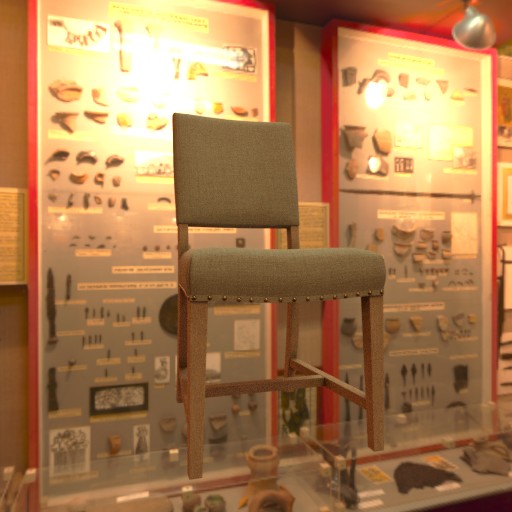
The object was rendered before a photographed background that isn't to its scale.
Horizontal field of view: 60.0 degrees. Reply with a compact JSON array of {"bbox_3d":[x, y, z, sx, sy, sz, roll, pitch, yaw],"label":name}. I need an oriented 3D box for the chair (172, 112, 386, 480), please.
[{"bbox_3d":[0.000,0.000,1.336,0.508,0.986,0.622,0,0,-17],"label":"chair"}]
